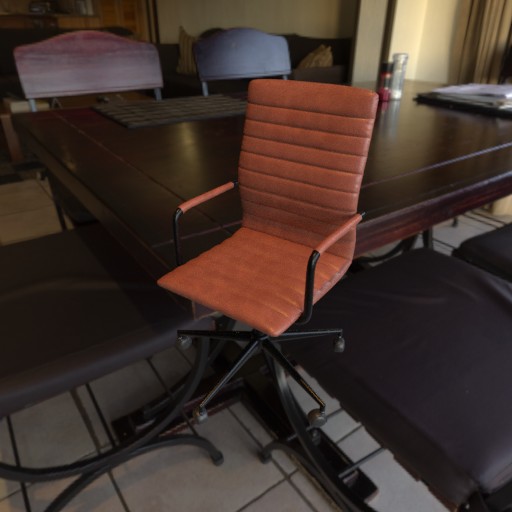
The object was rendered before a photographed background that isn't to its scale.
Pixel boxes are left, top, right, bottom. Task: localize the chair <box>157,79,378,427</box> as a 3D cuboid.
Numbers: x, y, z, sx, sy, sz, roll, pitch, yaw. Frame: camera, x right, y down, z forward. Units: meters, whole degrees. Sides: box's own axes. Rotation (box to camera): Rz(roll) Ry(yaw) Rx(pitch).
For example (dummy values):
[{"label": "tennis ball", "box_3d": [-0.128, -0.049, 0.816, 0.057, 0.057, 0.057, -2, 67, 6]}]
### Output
[{"label": "chair", "box_3d": [0.000, 0.000, 1.274, 0.600, 0.878, 0.578, 19, 34, 30]}]
